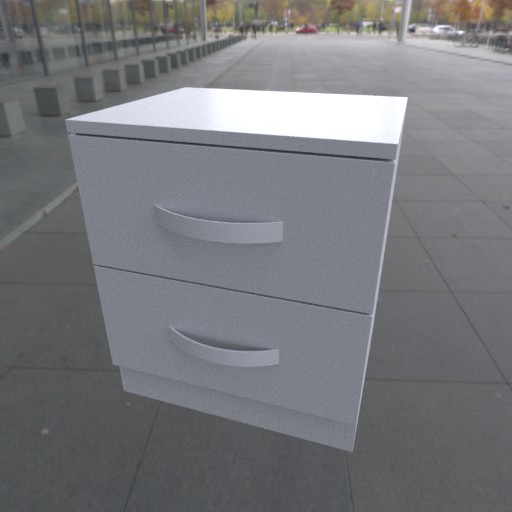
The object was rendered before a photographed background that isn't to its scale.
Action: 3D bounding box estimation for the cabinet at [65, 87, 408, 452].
[{"bbox_3d":[0.000,0.000,0.734,0.400,0.470,0.360,9,29,16],"label":"cabinet"}]
